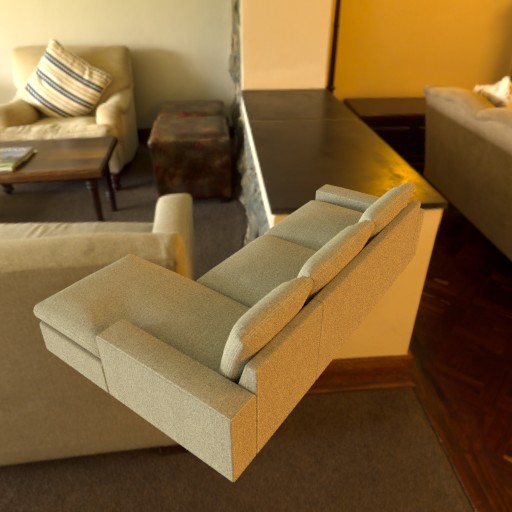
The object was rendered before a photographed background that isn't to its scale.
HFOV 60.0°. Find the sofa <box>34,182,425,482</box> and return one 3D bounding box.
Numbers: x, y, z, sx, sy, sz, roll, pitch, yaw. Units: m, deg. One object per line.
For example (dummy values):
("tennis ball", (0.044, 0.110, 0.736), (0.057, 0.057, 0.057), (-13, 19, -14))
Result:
("sofa", (0.000, 0.000, 3.407), (1.689, 0.813, 2.718), (21, 37, 30))
